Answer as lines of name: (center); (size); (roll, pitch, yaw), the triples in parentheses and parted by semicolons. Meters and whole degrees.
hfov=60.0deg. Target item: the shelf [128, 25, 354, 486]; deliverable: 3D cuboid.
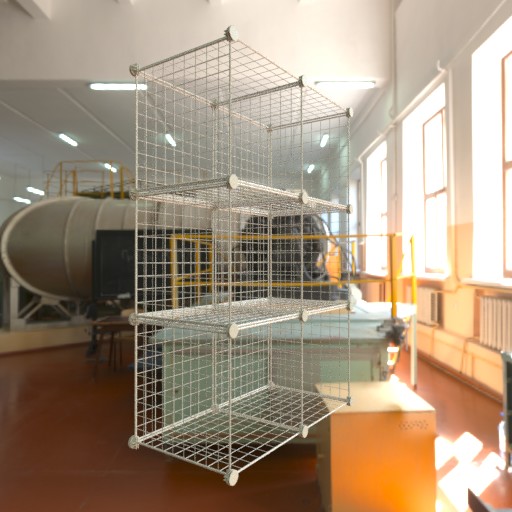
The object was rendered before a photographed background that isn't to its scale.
shelf: (0.000, 0.000, 1.408); (0.356, 1.067, 0.711); (0, -1, 35)
